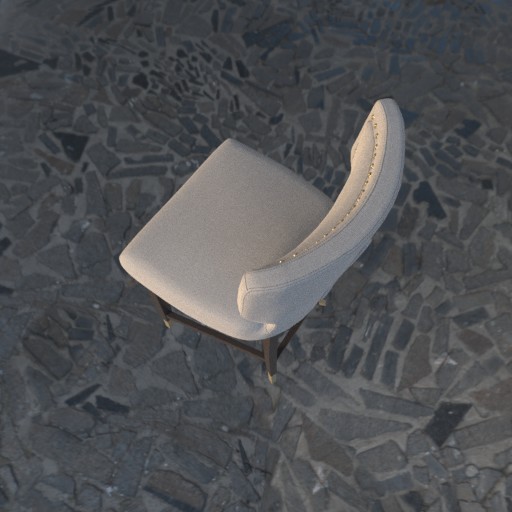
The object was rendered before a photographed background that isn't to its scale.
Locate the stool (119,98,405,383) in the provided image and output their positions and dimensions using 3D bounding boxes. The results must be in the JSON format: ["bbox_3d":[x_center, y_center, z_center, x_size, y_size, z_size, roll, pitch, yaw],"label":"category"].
[{"bbox_3d":[0.000,0.000,1.292,0.563,0.982,0.527,32,68,15],"label":"stool"}]
